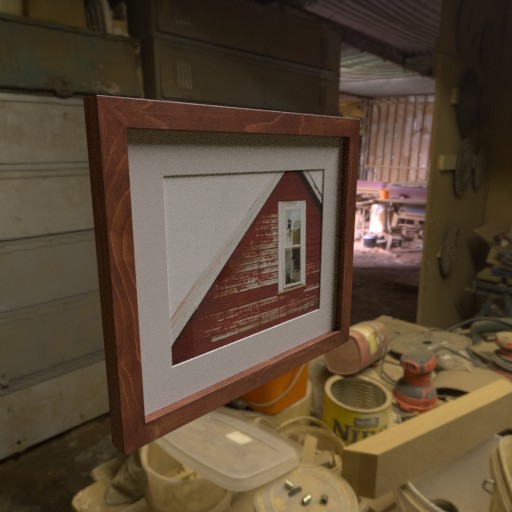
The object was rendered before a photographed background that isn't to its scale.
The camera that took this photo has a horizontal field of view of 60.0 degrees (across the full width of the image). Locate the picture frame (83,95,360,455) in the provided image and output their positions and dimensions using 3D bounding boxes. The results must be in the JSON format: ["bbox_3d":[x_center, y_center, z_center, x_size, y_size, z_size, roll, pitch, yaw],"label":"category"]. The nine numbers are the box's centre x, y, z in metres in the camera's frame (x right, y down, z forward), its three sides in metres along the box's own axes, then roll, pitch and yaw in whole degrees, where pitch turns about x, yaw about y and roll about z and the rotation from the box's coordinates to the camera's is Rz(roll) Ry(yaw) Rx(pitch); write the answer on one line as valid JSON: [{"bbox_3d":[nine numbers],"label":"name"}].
[{"bbox_3d":[0.000,0.000,0.529,0.381,0.330,0.025,-13,18,-43],"label":"picture frame"}]
